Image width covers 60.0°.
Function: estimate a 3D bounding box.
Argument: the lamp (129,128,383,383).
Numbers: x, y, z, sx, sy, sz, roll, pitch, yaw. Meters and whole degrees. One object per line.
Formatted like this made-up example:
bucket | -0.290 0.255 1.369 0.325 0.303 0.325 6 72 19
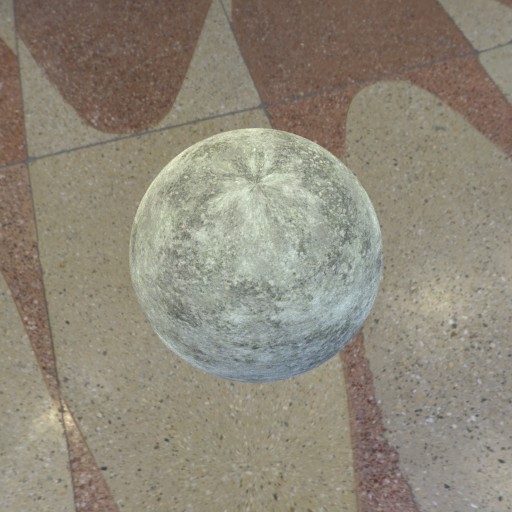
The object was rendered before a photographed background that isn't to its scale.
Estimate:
lamp | 0.000 0.000 0.767 0.422 0.429 0.422 0 64 0
